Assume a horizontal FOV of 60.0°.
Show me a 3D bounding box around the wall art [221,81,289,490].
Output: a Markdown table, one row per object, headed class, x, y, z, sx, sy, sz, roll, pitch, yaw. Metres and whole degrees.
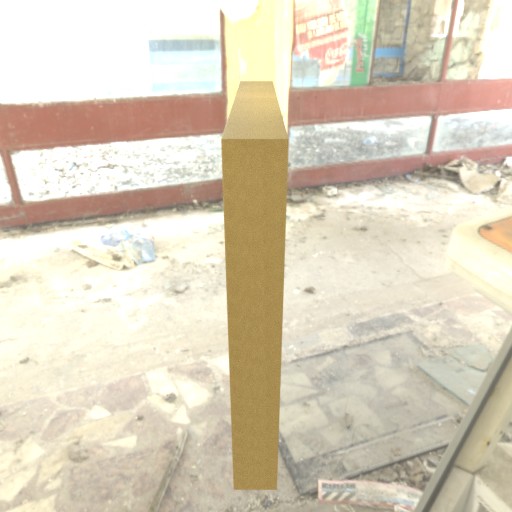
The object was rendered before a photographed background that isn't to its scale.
| class | x | y | z | sx | sy | sz | roll | pitch | yaw |
| --- | --- | --- | --- | --- | --- | --- | --- | --- | --- |
| wall art | 0.000 | 0.000 | 0.454 | 0.038 | 0.305 | 0.304 | 0 | 27 | 0 |
